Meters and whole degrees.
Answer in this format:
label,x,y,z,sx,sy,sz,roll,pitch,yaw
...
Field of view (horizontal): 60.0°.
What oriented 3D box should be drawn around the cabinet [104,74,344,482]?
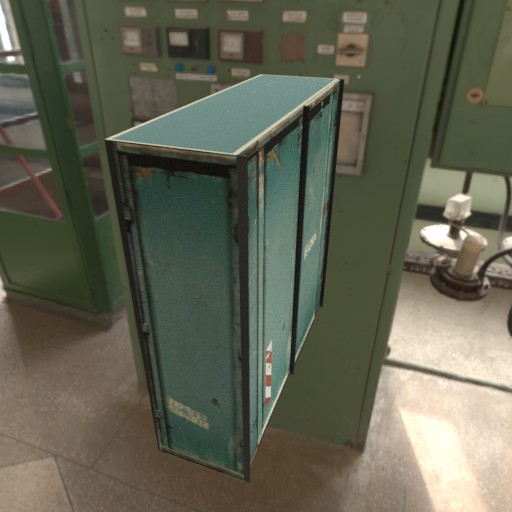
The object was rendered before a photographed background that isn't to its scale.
label,x,y,z,sx,sy,sz,roll,pitch,yaw
cabinet,0.000,0.000,3.215,0.680,2.160,2.000,11,32,18
